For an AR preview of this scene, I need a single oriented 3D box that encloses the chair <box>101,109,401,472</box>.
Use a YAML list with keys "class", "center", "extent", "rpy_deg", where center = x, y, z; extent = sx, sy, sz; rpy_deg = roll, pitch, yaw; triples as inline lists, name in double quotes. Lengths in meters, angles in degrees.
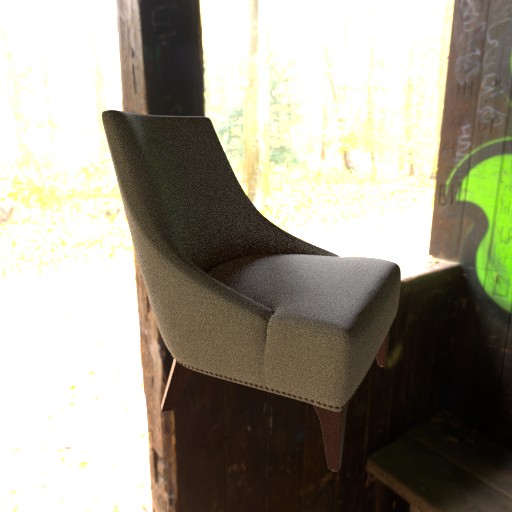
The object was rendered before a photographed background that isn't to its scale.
- class: "chair"
  center: [0.000, 0.000, 1.459]
  extent: [0.861, 0.909, 0.701]
  rpy_deg: [7, 17, 26]
